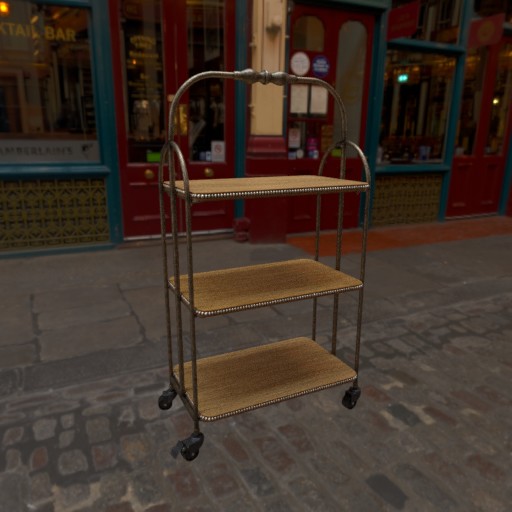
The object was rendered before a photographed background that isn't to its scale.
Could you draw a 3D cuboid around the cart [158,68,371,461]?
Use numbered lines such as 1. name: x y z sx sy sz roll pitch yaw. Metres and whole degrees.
1. cart: 0.000 0.000 1.342 0.650 1.052 0.330 -7 17 -25
